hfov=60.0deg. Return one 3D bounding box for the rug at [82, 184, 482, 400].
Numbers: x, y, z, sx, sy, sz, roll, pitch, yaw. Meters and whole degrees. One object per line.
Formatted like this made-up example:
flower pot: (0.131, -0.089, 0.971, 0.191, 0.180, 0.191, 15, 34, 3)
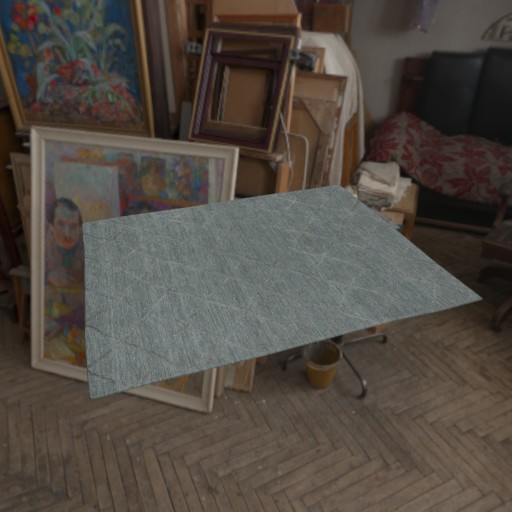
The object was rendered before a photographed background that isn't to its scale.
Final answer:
rug: (0.000, 0.000, 4.102, 3.048, 0.013, 2.438, -11, 34, -16)
